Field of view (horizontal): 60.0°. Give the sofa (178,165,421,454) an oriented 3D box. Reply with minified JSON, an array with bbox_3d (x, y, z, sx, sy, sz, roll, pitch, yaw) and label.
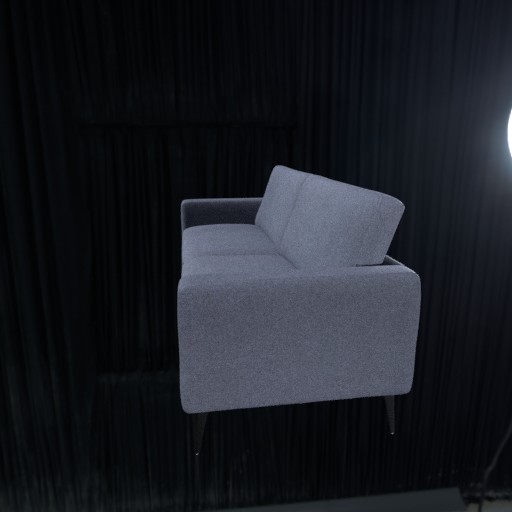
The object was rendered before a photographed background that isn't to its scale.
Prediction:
[{"bbox_3d":[0.000,0.000,2.288,0.774,0.828,1.925,-2,15,-9],"label":"sofa"}]
